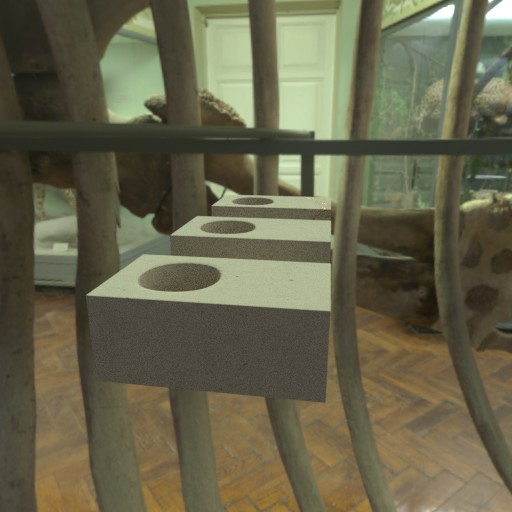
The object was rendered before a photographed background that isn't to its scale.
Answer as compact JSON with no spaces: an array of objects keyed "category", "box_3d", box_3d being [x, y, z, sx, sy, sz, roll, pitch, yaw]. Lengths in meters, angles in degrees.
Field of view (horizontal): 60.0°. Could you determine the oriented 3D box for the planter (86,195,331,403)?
[{"category":"planter","box_3d":[0.000,0.000,0.387,0.127,0.051,0.333,3,17,9]}]
